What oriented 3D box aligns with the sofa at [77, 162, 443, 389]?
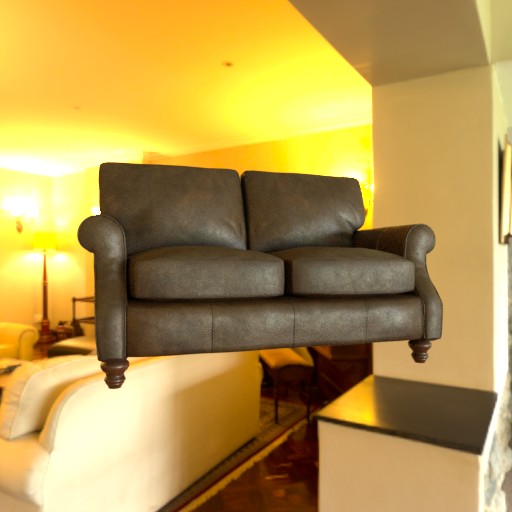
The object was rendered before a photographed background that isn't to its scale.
[{"bbox_3d":[0.000,0.000,2.198,1.616,0.976,0.990,0,-1,-18],"label":"sofa"}]
